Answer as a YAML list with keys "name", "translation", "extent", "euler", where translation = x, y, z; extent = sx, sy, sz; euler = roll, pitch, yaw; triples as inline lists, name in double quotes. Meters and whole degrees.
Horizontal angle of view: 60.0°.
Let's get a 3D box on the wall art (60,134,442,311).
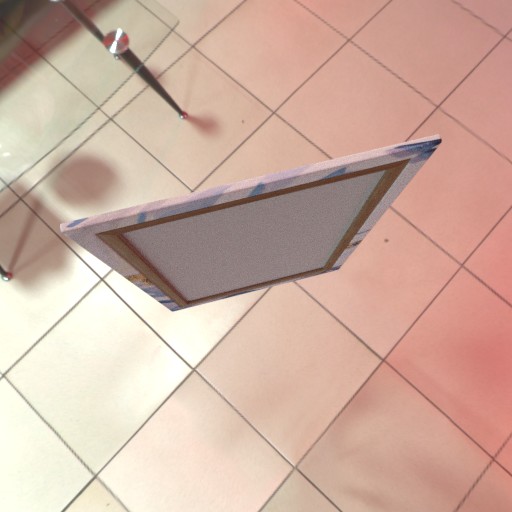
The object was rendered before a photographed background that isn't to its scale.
- name: "wall art"
  translation: [0.000, 0.000, 1.127]
  extent: [0.610, 0.914, 0.016]
  euler: [-14, 76, -4]
